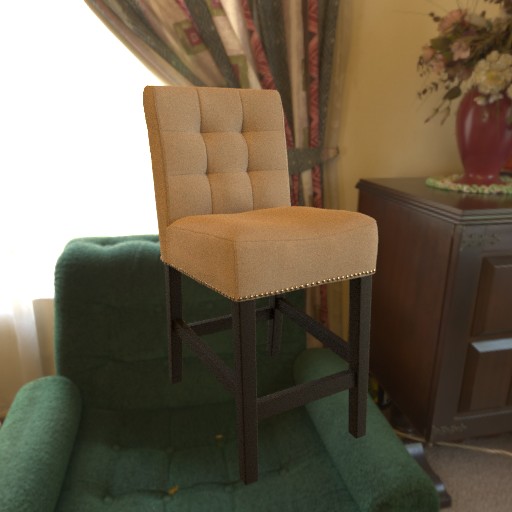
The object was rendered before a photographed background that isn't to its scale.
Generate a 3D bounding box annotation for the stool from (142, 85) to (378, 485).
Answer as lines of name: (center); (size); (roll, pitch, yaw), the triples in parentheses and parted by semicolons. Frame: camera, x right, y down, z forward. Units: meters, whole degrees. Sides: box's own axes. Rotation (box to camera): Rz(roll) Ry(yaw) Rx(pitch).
stool: (0.000, 0.000, 1.196); (0.427, 0.885, 0.571); (-9, 19, -27)
